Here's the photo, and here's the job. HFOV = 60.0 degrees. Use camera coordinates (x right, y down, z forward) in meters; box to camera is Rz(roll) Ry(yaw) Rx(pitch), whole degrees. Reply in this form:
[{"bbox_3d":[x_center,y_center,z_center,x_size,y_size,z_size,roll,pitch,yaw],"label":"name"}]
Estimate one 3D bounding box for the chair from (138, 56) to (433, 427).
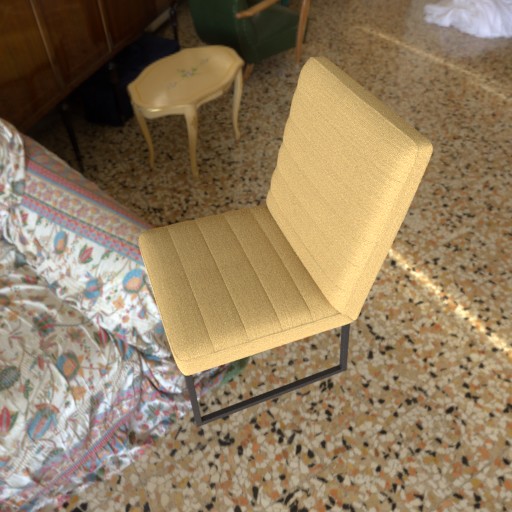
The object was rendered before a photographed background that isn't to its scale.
[{"bbox_3d":[0.000,0.000,1.332,0.634,0.930,0.520,-16,48,-15],"label":"chair"}]
